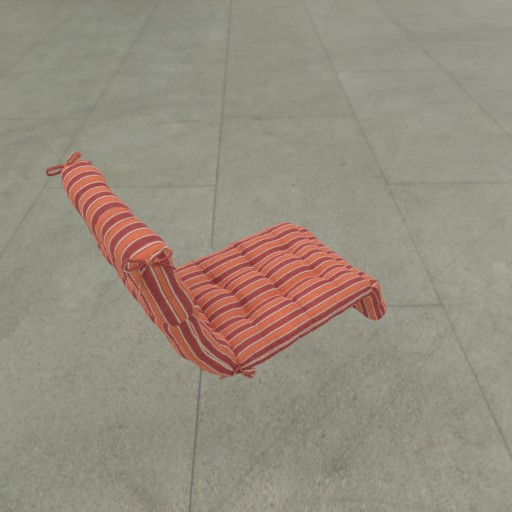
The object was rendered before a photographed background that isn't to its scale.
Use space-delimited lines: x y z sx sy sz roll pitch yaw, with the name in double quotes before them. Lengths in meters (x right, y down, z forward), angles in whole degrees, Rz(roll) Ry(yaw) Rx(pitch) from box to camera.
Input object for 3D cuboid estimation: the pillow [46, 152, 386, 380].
"pillow" 0.000 0.000 1.501 1.016 0.863 0.526 -26 48 -27
